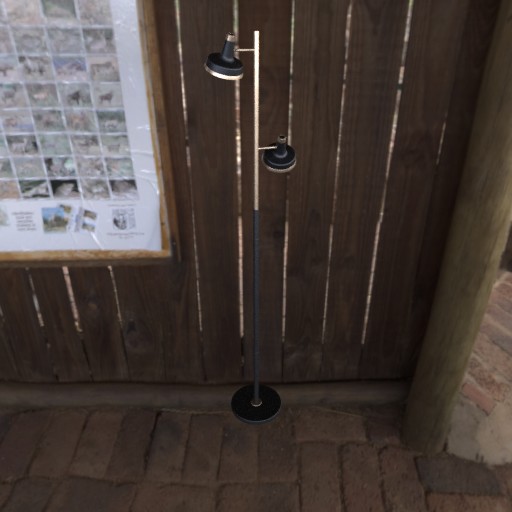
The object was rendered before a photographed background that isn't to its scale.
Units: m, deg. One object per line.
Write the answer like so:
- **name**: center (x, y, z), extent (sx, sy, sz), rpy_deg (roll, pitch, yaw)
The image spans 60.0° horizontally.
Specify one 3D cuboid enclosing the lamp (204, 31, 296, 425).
- **lamp**: center (0.000, 0.000, 1.850), extent (0.351, 1.674, 0.253), rpy_deg (-9, 28, -17)
